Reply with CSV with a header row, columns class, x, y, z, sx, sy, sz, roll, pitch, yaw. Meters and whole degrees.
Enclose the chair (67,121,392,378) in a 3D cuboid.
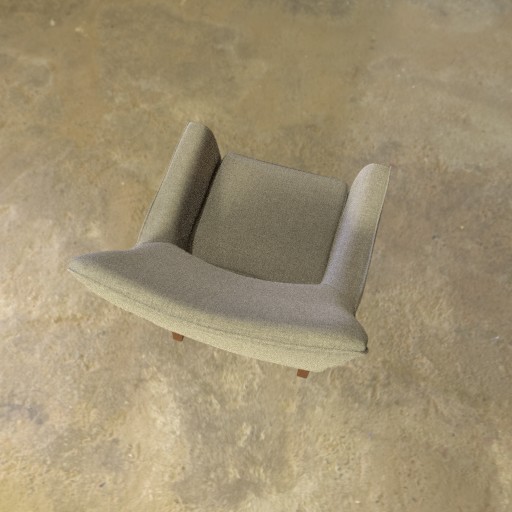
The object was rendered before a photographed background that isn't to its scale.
class,x,y,z,sx,sy,sz,roll,pitch,yaw
chair,0.000,0.000,1.813,0.887,1.047,0.993,15,64,8
